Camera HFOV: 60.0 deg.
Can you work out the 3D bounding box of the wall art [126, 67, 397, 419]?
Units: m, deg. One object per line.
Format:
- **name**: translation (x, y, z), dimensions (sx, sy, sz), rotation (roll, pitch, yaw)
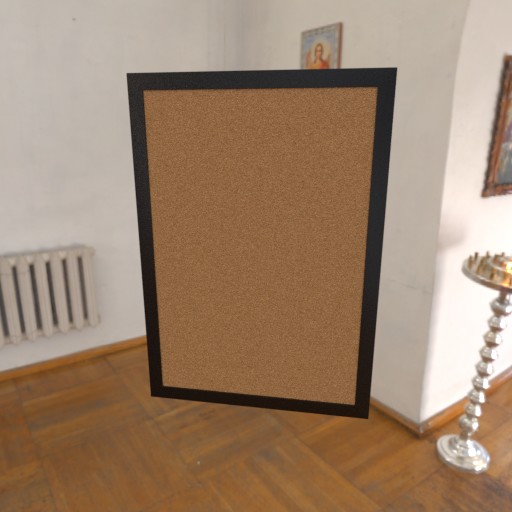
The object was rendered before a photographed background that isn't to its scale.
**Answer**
- **wall art**: translation (0.000, 0.000, 0.557), dimensions (0.304, 0.432, 0.013), rotation (3, 16, 9)
